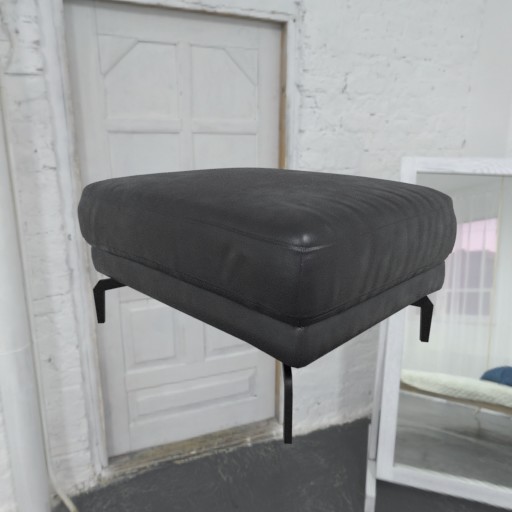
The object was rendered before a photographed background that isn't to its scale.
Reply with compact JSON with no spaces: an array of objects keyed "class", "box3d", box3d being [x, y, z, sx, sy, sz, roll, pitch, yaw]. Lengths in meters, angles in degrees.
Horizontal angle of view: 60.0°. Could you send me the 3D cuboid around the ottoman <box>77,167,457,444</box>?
[{"class":"ottoman","box3d":[0.000,0.000,1.079,0.764,0.402,0.570,16,22,43]}]
